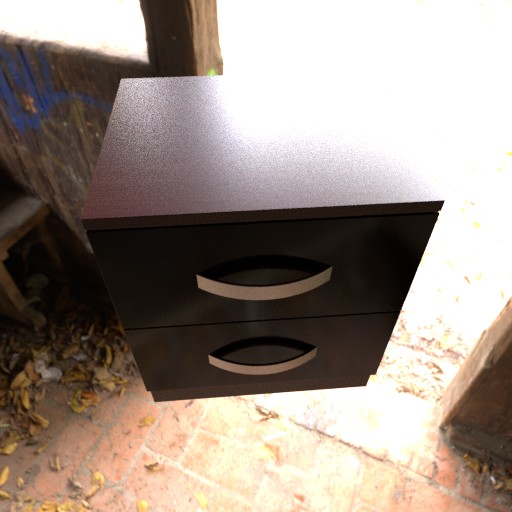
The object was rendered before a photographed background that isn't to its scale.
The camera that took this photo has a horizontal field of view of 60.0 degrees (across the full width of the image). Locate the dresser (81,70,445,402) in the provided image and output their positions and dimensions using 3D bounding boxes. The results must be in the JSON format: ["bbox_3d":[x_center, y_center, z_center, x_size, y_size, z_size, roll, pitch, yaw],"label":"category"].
[{"bbox_3d":[0.000,0.000,0.760,0.400,0.470,0.360,-3,47,-3],"label":"dresser"}]
